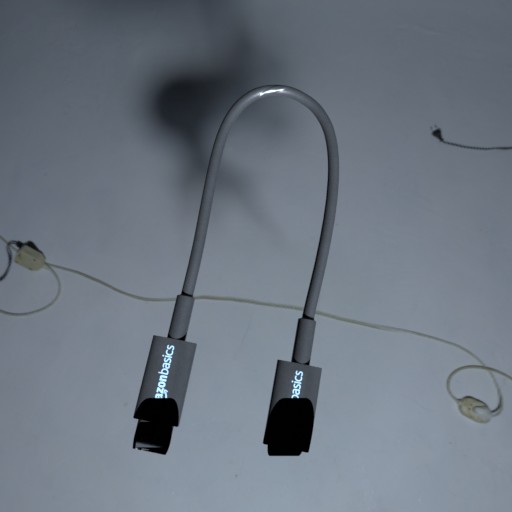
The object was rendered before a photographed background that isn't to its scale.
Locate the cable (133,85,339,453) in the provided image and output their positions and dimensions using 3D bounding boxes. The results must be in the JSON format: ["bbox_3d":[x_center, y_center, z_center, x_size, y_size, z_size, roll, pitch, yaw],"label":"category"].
[{"bbox_3d":[0.000,0.000,0.111,0.041,0.005,0.098,10,76,3],"label":"cable"}]
